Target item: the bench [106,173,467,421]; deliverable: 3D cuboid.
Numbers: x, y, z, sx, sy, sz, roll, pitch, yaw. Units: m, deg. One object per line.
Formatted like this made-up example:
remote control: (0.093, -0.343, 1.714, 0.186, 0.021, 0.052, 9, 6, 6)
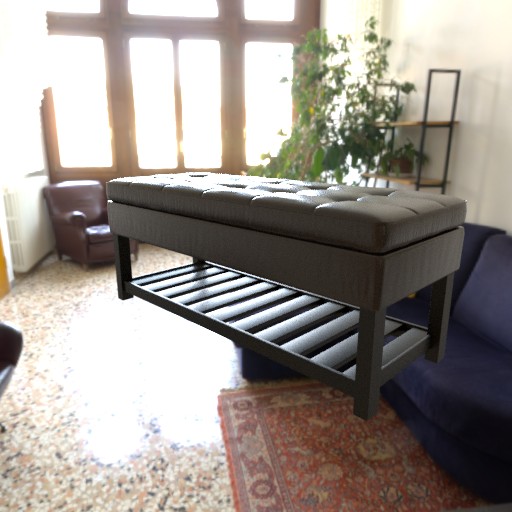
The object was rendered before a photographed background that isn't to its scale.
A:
bench: (0.000, 0.000, 1.399, 1.105, 0.460, 0.432, 14, 21, 43)
